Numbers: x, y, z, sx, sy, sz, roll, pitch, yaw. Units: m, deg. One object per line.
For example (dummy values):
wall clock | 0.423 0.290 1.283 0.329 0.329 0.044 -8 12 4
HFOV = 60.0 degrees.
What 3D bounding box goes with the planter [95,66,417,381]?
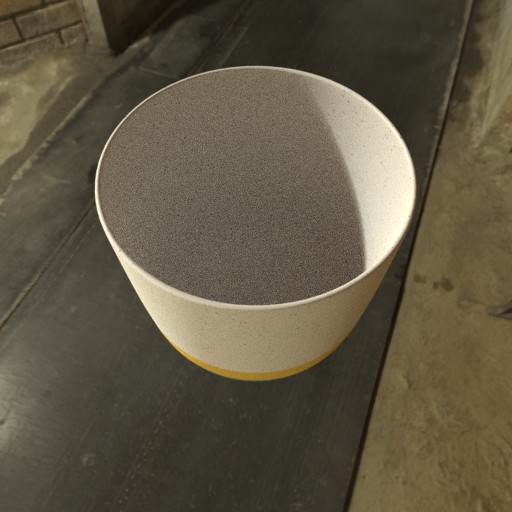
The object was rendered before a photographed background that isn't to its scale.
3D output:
planter | 0.000 0.000 0.362 0.195 0.214 0.195 0 58 0
